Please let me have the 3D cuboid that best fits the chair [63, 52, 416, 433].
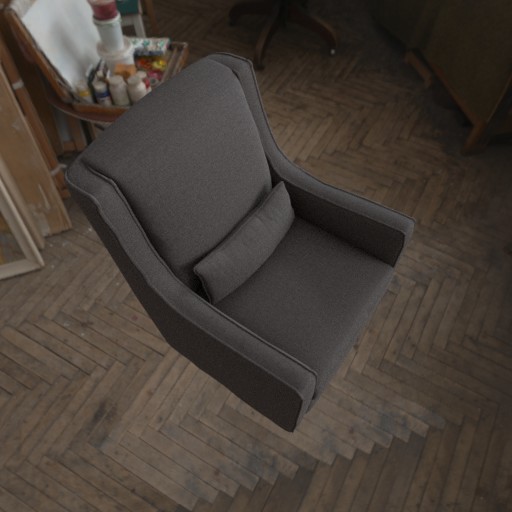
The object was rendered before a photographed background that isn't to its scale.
[{"bbox_3d":[0.000,0.000,1.575,0.879,0.993,0.732,32,64,17],"label":"chair"}]
